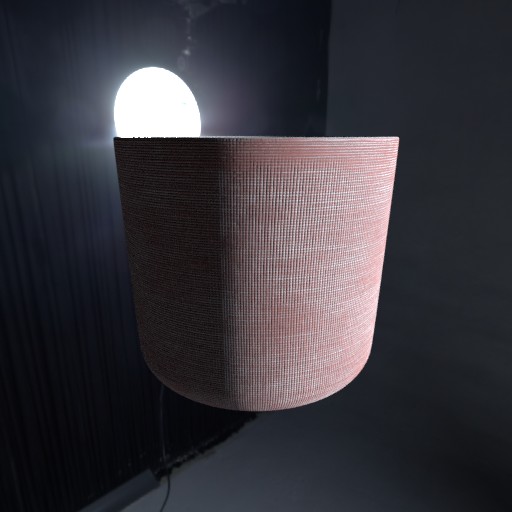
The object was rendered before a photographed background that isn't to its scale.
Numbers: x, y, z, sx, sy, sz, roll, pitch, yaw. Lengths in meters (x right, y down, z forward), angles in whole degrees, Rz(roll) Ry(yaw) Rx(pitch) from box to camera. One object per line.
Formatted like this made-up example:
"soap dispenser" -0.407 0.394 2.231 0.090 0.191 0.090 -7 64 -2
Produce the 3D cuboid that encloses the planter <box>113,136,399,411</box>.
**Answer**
"planter" 0.000 0.000 0.766 0.440 0.398 0.440 0 15 0
